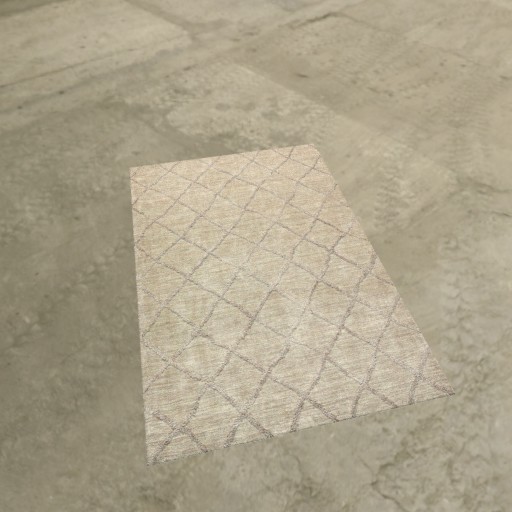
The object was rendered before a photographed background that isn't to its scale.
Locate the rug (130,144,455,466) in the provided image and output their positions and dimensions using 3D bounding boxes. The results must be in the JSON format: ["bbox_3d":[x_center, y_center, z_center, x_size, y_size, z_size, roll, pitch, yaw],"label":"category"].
[{"bbox_3d":[0.000,0.000,2.853,1.521,0.015,2.280,-10,48,-9],"label":"rug"}]
